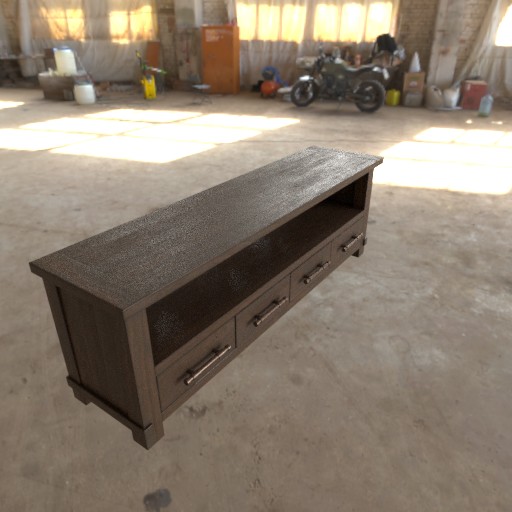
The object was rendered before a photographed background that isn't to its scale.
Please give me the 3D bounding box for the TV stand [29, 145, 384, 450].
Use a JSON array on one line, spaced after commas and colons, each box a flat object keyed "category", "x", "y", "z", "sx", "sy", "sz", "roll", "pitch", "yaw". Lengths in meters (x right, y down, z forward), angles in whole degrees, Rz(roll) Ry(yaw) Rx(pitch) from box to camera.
[{"category": "TV stand", "x": 0.000, "y": 0.000, "z": 2.116, "sx": 0.471, "sy": 0.615, "sz": 1.866, "roll": 19, "pitch": 33, "yaw": 31}]
